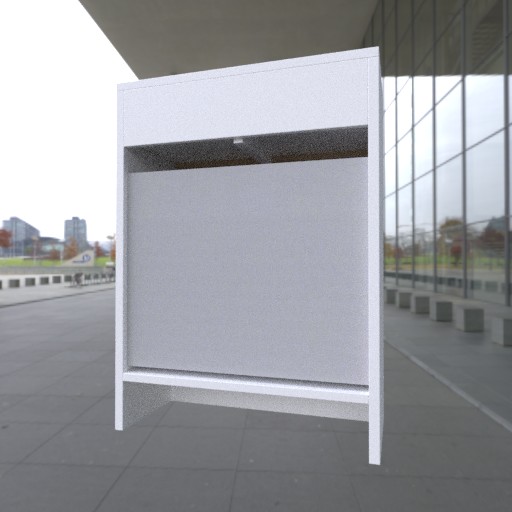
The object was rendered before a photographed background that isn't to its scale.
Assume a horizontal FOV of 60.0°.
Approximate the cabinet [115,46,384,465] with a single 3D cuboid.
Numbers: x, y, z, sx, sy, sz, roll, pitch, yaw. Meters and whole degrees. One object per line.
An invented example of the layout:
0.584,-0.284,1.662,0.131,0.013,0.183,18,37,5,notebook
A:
0.000,0.000,1.093,0.600,0.815,0.296,0,-1,18,cabinet
